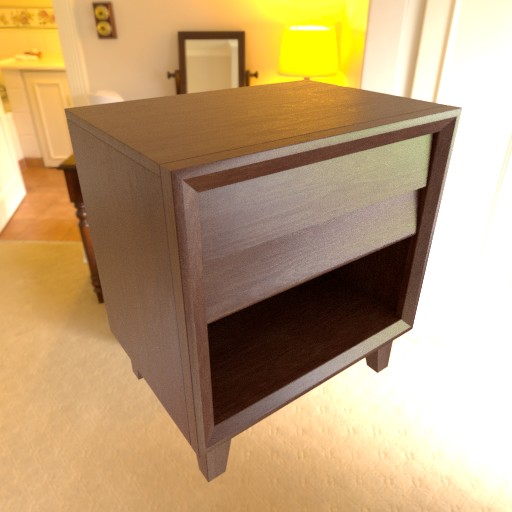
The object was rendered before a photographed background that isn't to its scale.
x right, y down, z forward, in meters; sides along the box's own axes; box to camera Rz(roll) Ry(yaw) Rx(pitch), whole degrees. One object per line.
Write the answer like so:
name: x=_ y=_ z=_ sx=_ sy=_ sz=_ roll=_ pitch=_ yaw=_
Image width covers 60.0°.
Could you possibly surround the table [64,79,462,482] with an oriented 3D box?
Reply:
table: x=0.000 y=0.000 z=0.931 sx=0.557 sy=0.609 sz=0.449 roll=-20 pitch=35 yaw=-31
